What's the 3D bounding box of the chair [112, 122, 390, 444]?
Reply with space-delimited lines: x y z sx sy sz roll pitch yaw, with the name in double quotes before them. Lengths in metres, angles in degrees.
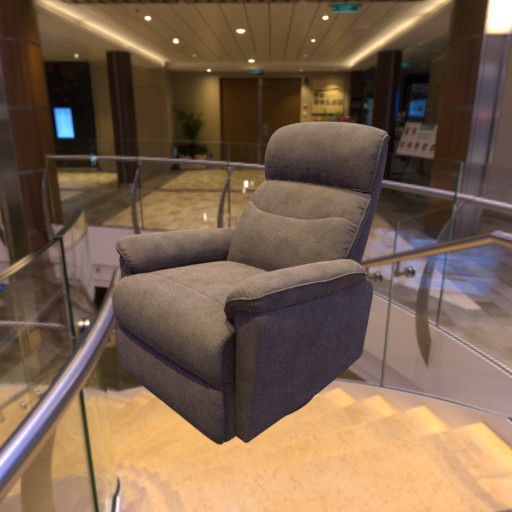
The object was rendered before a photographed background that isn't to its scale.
"chair" 0.000 0.000 1.795 1.009 1.036 0.830 -16 23 -42
